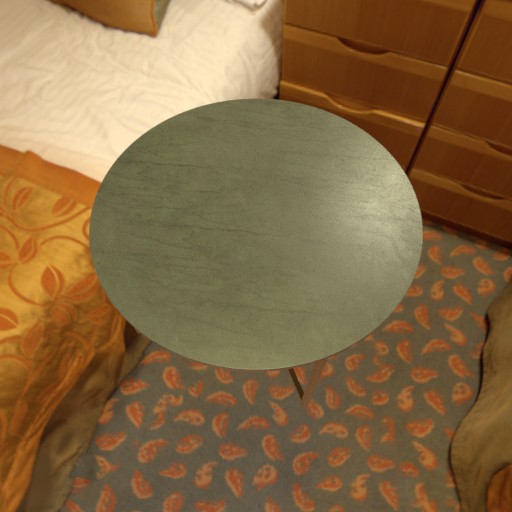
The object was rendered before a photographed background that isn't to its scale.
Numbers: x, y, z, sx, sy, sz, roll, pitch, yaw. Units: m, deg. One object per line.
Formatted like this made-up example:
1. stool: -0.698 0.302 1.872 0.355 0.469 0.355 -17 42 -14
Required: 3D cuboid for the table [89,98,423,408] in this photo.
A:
1. table: 0.000 0.000 1.274 0.800 0.450 0.800 0 59 0
